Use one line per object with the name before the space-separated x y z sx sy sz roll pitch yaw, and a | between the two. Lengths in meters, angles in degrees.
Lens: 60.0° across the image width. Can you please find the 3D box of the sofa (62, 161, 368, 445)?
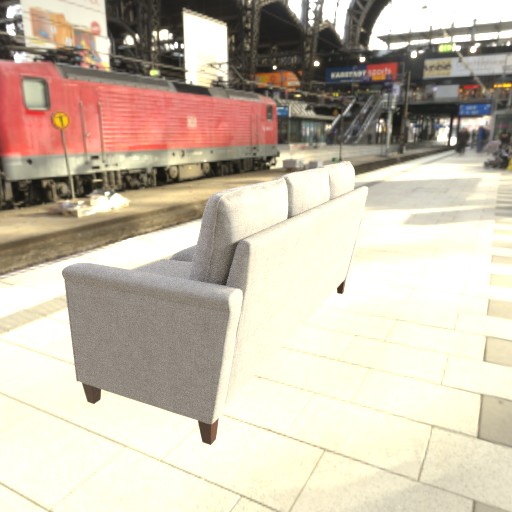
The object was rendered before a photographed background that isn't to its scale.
sofa | 0.000 0.000 2.457 0.828 0.959 1.925 8 17 25
